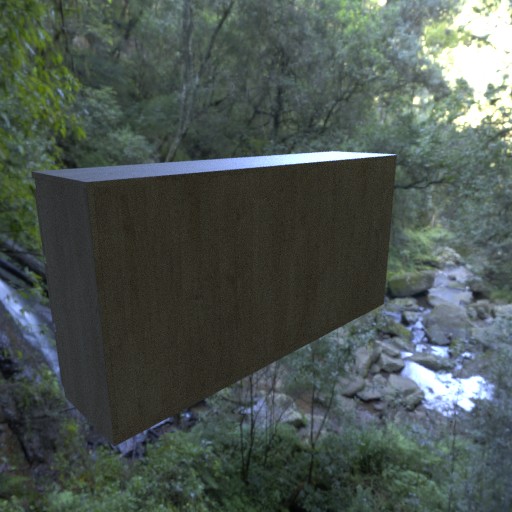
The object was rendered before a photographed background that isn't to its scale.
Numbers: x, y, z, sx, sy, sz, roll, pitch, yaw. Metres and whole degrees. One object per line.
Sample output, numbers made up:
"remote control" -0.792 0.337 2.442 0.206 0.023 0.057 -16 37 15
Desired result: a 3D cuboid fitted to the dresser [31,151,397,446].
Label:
"dresser" 0.000 0.000 1.894 0.390 0.795 1.590 16 22 43
